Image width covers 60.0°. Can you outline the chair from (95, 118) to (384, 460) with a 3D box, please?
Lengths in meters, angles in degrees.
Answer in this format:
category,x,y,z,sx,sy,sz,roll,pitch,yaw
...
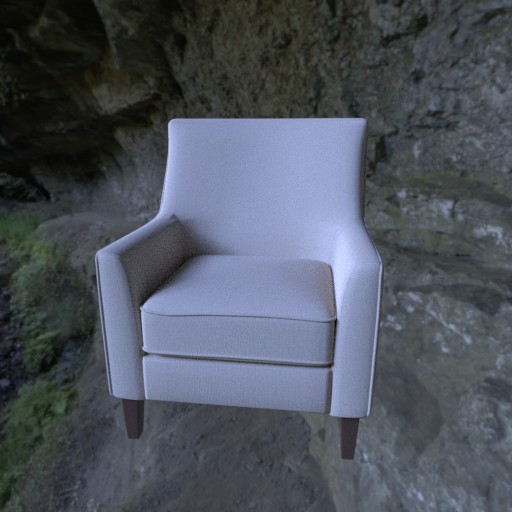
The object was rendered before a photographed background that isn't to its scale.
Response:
category,x,y,z,sx,sy,sz,roll,pitch,yaw
chair,0.000,0.000,1.522,0.756,0.916,0.879,2,16,8
